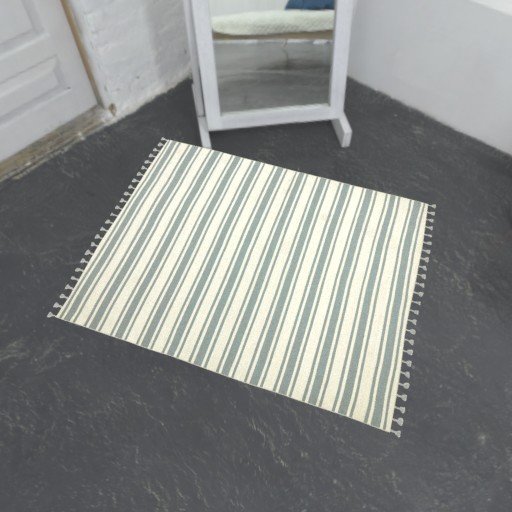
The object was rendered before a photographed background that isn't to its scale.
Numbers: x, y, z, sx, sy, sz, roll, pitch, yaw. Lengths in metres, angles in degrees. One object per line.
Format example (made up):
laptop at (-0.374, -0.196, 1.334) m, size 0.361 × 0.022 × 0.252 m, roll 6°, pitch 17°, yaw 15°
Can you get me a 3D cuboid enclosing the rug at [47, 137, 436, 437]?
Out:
rug at (0.000, 0.000, 4.322) m, size 3.201 × 0.005 × 2.439 m, roll 16°, pitch 59°, yaw 10°
